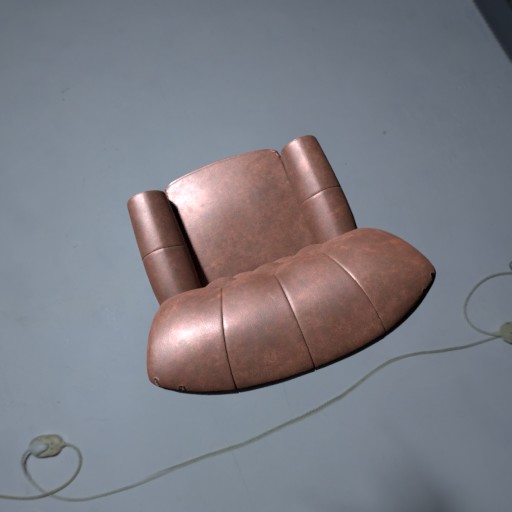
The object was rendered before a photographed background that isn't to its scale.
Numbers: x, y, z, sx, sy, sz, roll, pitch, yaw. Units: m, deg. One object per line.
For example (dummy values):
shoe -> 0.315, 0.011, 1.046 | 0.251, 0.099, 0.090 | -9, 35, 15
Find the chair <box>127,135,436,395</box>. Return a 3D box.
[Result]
chair -> 0.000, 0.000, 1.971 | 0.979, 1.162, 1.031 | -20, 78, -5
